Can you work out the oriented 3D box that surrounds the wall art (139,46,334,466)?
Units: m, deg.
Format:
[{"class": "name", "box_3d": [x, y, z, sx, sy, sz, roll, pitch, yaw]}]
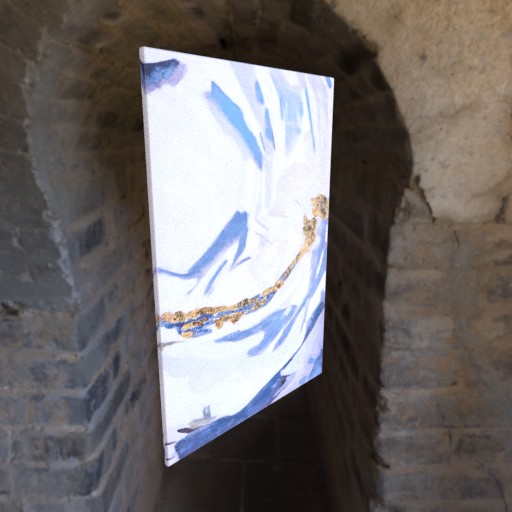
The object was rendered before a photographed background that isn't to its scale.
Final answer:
[{"class": "wall art", "box_3d": [0.000, 0.000, 1.144, 0.016, 0.914, 0.610, 14, 20, 42]}]
